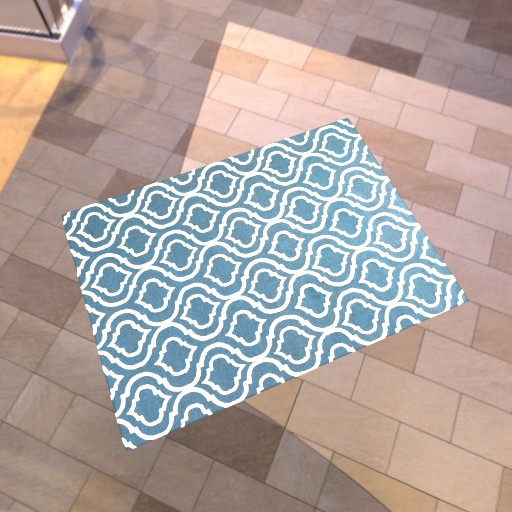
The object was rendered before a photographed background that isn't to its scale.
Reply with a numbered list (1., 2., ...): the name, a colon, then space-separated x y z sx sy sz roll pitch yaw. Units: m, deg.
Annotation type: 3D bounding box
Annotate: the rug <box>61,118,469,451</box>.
1. rug: 0.000 0.000 4.393 3.353 0.010 2.438 -21 67 -10
